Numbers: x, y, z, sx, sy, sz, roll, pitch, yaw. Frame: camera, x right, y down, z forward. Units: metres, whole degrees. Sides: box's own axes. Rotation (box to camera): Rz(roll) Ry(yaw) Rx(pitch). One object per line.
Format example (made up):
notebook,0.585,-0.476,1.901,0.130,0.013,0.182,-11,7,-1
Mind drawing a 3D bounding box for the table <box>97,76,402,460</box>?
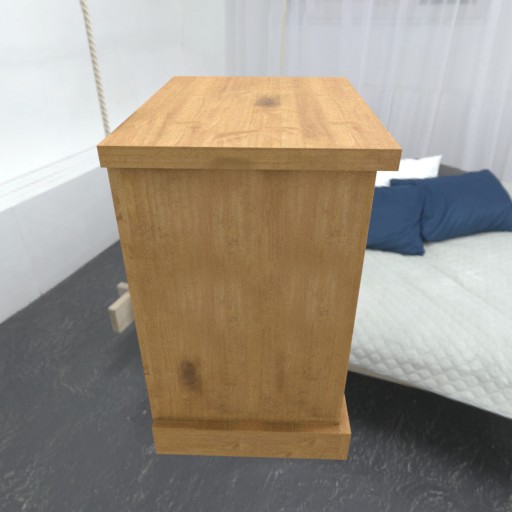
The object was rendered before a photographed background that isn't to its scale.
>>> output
table,0.000,0.000,1.210,0.500,0.813,0.660,1,31,2
